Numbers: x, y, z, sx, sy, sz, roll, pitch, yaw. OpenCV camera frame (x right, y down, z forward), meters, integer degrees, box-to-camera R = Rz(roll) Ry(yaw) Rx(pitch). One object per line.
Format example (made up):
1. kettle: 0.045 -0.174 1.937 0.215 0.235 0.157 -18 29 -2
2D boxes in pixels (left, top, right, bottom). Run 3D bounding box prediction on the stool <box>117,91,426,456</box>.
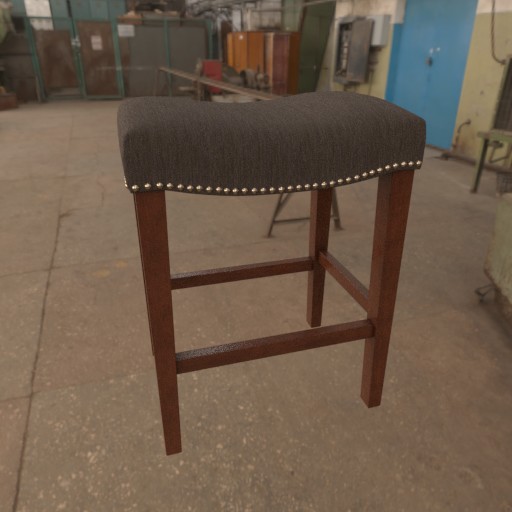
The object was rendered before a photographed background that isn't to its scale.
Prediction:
1. stool: 0.000 0.000 0.959 0.504 0.654 0.372 -7 26 -15
